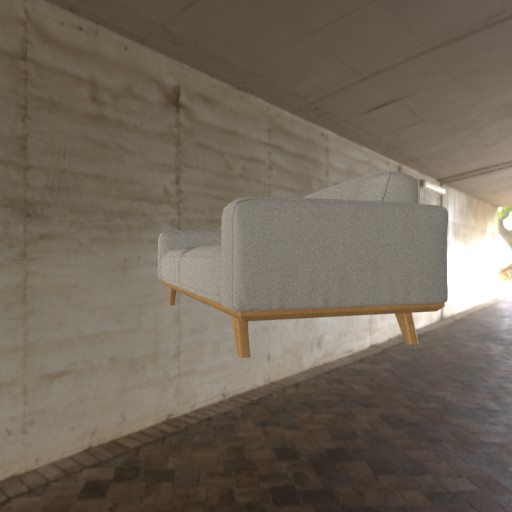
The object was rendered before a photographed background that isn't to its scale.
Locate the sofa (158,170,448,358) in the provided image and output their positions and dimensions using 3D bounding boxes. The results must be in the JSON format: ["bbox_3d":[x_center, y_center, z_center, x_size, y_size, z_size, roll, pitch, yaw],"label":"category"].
[{"bbox_3d":[0.000,0.000,2.732,0.956,0.781,2.270,0,0,-19],"label":"sofa"}]
